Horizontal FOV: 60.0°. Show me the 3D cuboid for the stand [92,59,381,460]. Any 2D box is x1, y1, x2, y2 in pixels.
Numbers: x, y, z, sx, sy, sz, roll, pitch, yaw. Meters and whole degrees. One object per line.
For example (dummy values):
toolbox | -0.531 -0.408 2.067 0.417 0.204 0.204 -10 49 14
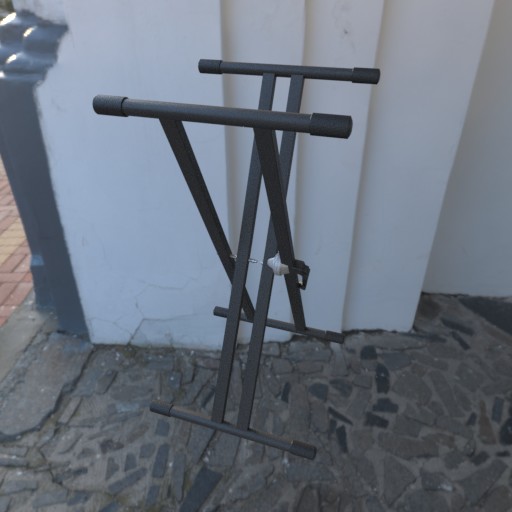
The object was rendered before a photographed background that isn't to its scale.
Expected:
stand | 0.000 0.000 1.200 0.495 0.900 0.503 10 33 16
